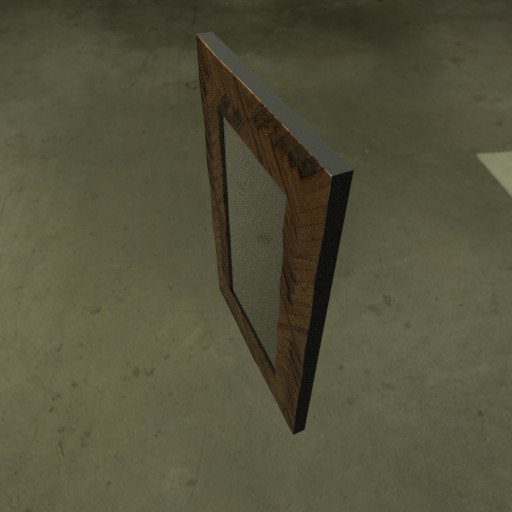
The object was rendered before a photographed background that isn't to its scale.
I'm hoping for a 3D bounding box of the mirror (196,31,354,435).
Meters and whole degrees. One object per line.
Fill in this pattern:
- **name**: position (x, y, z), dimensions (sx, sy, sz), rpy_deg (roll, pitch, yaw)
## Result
- **mirror**: position (0.000, 0.000, 1.160), dimensions (0.044, 0.912, 0.606), rpy_deg (-18, 48, -16)
